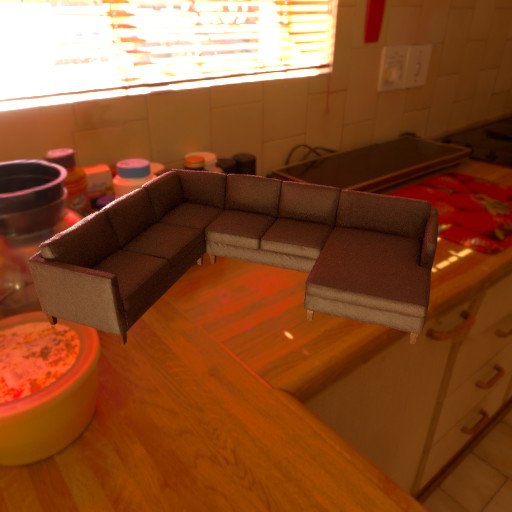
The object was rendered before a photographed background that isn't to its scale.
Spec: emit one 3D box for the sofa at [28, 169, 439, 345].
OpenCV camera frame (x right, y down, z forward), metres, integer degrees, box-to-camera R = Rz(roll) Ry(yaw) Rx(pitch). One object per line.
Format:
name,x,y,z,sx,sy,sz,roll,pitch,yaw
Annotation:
sofa,0.000,0.000,4.595,3.460,0.923,2.593,11,31,18
